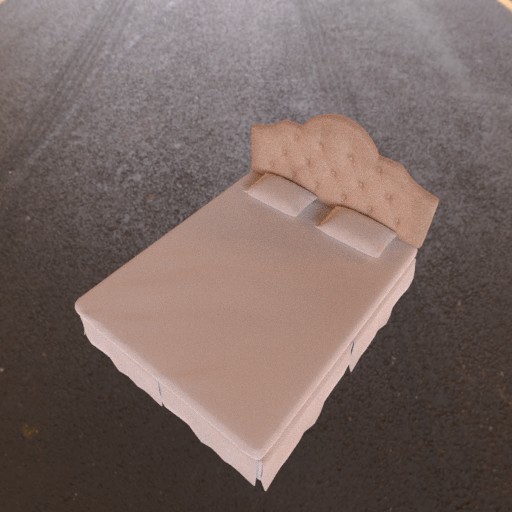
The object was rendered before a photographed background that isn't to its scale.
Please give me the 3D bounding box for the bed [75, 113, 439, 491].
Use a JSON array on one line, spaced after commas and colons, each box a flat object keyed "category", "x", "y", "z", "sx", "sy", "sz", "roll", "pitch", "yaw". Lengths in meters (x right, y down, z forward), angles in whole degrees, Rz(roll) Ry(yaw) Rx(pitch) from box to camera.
[{"category": "bed", "x": 0.000, "y": 0.000, "z": 2.940, "sx": 1.667, "sy": 1.194, "sz": 1.970, "roll": 30, "pitch": 53, "yaw": 26}]
